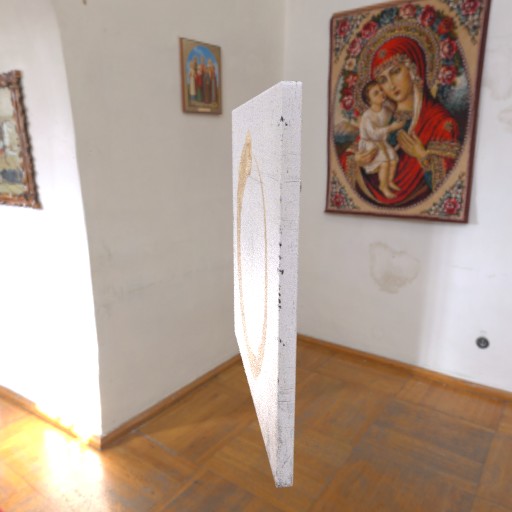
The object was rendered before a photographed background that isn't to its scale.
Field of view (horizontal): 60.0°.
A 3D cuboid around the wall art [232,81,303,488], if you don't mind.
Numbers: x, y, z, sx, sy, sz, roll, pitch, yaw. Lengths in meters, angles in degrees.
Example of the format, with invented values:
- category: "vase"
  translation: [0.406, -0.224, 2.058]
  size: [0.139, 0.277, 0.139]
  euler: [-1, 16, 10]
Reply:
- category: "wall art"
  translation: [0.000, 0.000, 1.150]
  size: [0.038, 0.762, 0.762]
  euler: [-2, 15, -9]
